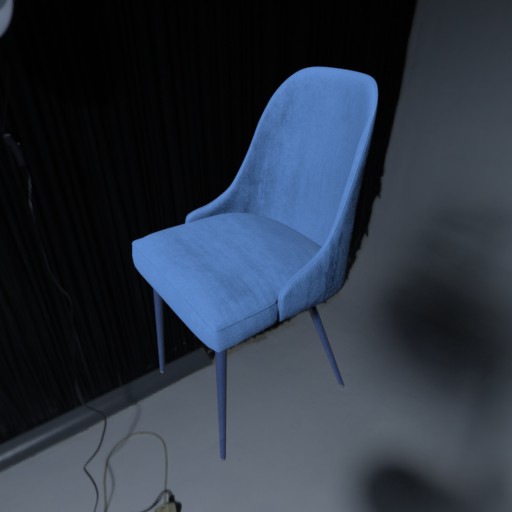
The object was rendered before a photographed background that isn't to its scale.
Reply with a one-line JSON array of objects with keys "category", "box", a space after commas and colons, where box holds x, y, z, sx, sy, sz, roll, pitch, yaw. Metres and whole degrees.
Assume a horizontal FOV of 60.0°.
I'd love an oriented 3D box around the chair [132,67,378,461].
[{"category": "chair", "box": [0.000, 0.000, 1.203, 0.559, 0.896, 0.478, -19, 36, -29]}]
